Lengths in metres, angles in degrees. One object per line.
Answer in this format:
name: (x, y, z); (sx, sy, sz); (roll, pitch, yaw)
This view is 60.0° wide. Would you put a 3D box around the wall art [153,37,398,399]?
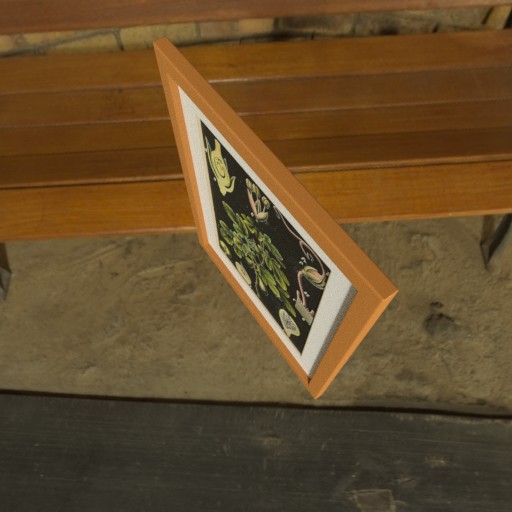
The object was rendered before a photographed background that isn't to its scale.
wall art: (0.000, 0.000, 0.517); (0.015, 0.379, 0.310); (-32, 67, -15)
